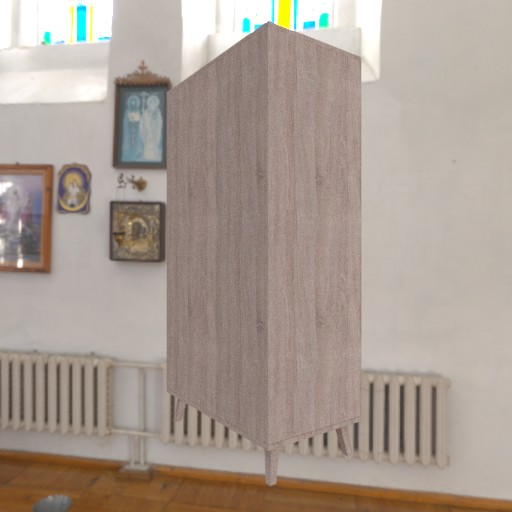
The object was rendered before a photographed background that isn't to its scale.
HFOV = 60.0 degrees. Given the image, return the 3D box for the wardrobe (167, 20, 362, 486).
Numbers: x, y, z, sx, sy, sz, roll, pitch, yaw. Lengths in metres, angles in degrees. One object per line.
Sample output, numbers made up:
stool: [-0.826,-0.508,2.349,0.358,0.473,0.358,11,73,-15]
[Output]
wardrobe: [0.000,0.000,2.424,0.600,1.960,1.000,0,0,-36]
